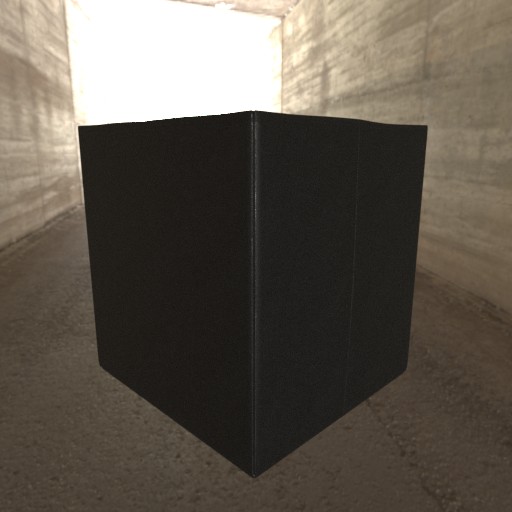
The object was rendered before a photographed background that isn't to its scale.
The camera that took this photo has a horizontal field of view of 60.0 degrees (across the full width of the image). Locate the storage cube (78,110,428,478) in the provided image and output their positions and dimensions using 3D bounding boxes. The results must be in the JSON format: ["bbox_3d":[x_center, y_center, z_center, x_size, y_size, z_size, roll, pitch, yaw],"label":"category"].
[{"bbox_3d":[0.000,0.000,0.496,0.270,0.280,0.270,-13,18,-43],"label":"storage cube"}]
